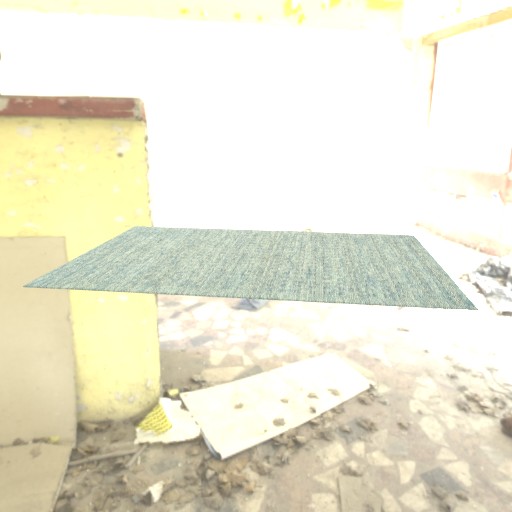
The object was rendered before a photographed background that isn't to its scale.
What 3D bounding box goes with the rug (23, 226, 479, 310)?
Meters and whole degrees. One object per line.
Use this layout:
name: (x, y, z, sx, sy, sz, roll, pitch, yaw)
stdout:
rug: (0.000, 0.000, 2.229, 1.752, 0.006, 1.142, 2, 16, 8)
